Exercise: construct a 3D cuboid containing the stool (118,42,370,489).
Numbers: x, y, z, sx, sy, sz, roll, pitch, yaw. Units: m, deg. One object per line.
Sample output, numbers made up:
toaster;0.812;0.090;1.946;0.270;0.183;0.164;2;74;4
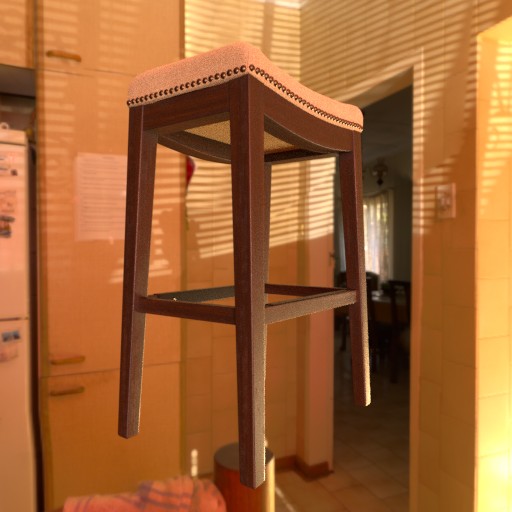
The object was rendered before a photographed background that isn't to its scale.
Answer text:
stool;0.000;0.000;1.039;0.363;0.768;0.509;1;1;36
